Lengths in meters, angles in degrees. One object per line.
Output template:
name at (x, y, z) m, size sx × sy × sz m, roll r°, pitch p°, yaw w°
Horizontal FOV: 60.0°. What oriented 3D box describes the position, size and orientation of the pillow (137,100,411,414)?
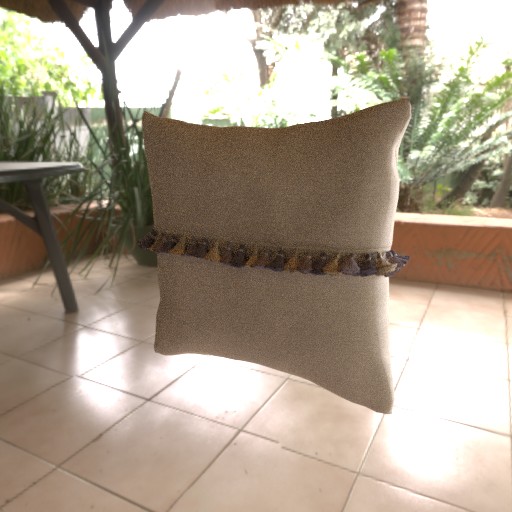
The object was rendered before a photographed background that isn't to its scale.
pillow at (0.000, 0.000, 0.745) m, size 0.489 × 0.481 × 0.165 m, roll 7°, pitch 15°, yaw 26°
